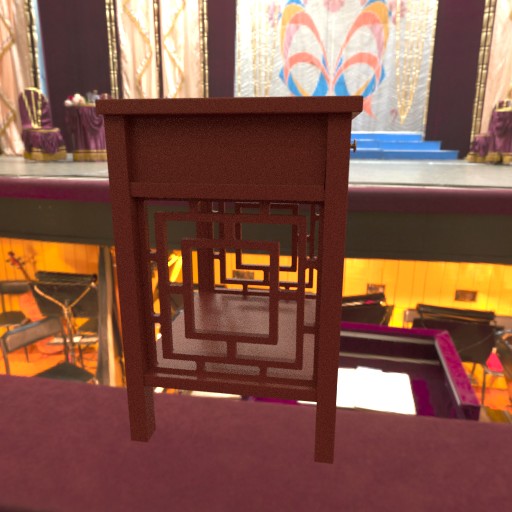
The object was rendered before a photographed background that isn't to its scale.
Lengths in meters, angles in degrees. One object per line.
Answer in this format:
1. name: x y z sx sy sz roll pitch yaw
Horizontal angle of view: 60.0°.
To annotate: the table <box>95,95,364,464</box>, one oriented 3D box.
1. table: 0.000 0.000 1.085 0.451 0.686 0.599 2 15 9
